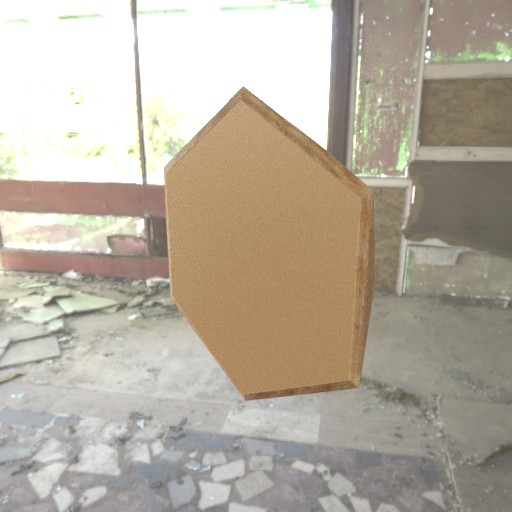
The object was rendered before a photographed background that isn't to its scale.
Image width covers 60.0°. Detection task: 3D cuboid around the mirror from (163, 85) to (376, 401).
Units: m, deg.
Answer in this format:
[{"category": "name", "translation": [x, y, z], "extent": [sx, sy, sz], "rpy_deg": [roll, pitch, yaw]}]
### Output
[{"category": "mirror", "translation": [0.000, 0.000, 1.086], "extent": [0.091, 0.779, 0.675], "rpy_deg": [-15, 22, -41]}]
